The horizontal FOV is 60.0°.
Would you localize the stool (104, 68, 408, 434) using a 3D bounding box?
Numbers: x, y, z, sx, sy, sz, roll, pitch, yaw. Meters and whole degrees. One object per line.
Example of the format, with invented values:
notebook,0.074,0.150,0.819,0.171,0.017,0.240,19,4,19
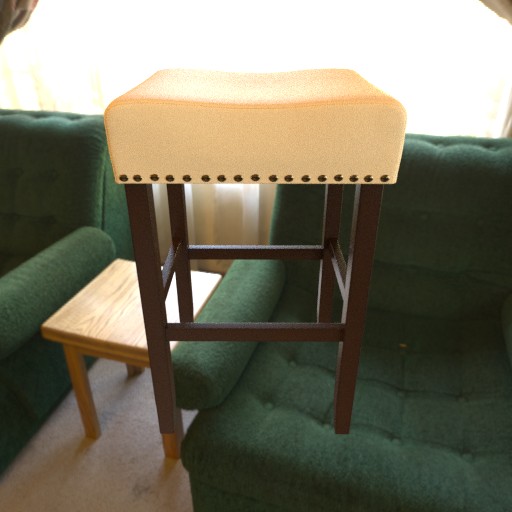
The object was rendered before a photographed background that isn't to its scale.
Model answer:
stool,0.000,0.000,1.018,0.471,0.762,0.401,0,30,0
